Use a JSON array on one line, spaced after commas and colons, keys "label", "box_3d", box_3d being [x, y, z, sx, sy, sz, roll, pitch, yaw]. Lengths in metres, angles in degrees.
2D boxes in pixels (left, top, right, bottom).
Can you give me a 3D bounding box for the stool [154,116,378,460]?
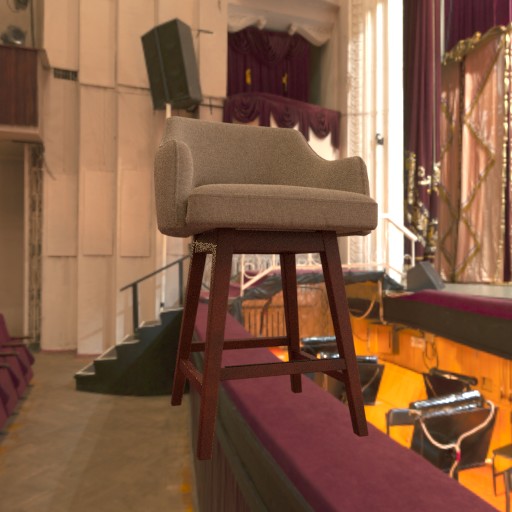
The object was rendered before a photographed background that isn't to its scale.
[{"label": "stool", "box_3d": [0.000, 0.000, 1.327, 0.599, 0.944, 0.558, 0, -1, -19]}]
